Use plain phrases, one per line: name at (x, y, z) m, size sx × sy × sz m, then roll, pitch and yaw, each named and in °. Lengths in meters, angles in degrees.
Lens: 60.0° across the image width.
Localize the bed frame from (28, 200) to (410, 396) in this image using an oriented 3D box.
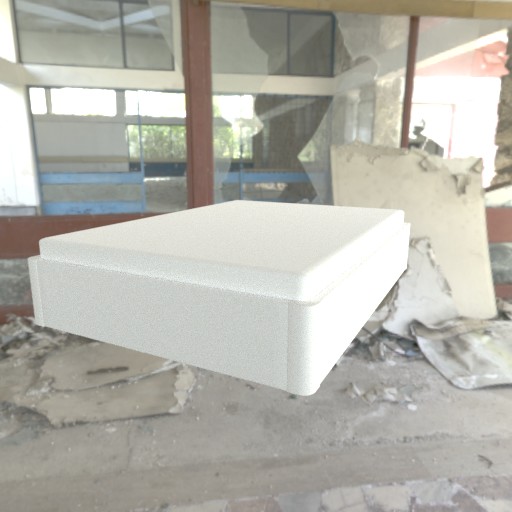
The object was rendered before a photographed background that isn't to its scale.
bed frame at (0.000, 0.000, 2.548) m, size 1.400 × 0.406 × 1.900 m, roll 7°, pitch 15°, yaw 27°
